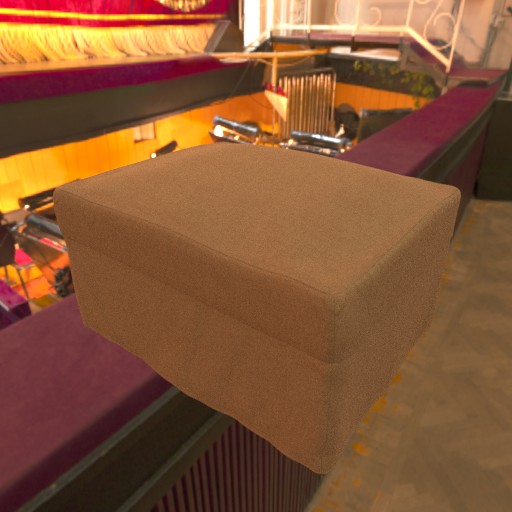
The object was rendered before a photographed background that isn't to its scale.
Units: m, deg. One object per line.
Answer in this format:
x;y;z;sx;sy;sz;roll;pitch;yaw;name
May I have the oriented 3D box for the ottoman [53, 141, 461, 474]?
0.000;0.000;1.199;0.833;0.485;0.650;20;34;32;ottoman
